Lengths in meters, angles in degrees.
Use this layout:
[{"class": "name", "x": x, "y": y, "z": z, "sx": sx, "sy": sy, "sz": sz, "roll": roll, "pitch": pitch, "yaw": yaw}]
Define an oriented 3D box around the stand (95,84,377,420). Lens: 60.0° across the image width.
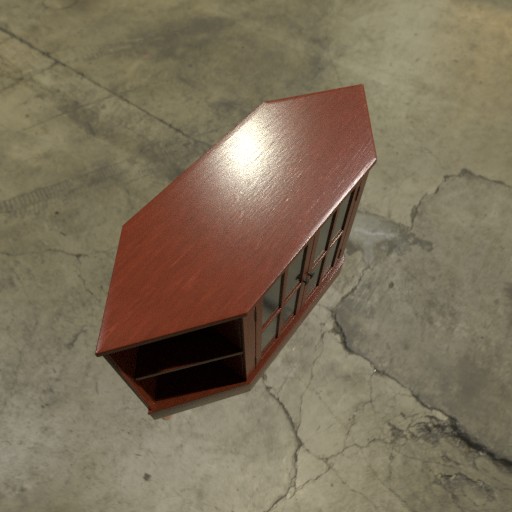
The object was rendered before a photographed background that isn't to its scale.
[{"class": "stand", "x": 0.000, "y": 0.000, "z": 1.377, "sx": 0.381, "sy": 0.614, "sz": 1.072, "roll": 33, "pitch": 63, "yaw": 19}]
